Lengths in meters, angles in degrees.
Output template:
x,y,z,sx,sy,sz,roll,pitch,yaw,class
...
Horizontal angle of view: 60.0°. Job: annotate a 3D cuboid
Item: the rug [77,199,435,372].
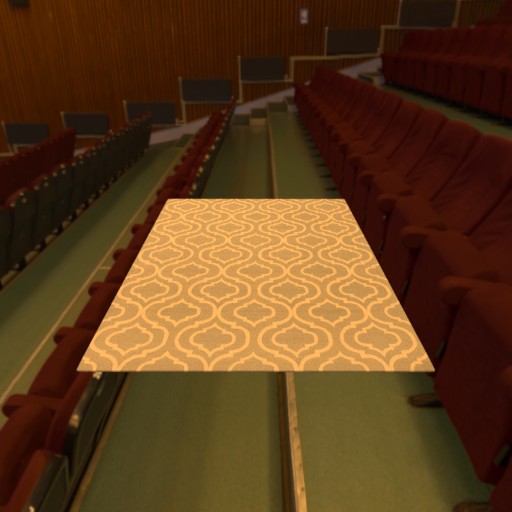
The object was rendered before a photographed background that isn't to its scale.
x,y,z,sx,sy,sz,roll,pitch,yaw,class
0.000,0.000,2.718,1.451,0.010,2.080,0,27,0,rug
